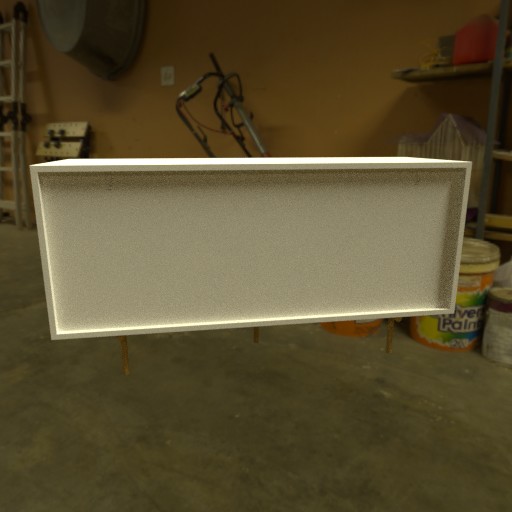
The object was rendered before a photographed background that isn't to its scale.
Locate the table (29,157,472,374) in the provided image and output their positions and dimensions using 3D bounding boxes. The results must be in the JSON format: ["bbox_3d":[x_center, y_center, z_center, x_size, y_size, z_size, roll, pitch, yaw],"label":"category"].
[{"bbox_3d":[0.000,0.000,1.824,1.500,0.769,0.508,-2,15,-9],"label":"table"}]
